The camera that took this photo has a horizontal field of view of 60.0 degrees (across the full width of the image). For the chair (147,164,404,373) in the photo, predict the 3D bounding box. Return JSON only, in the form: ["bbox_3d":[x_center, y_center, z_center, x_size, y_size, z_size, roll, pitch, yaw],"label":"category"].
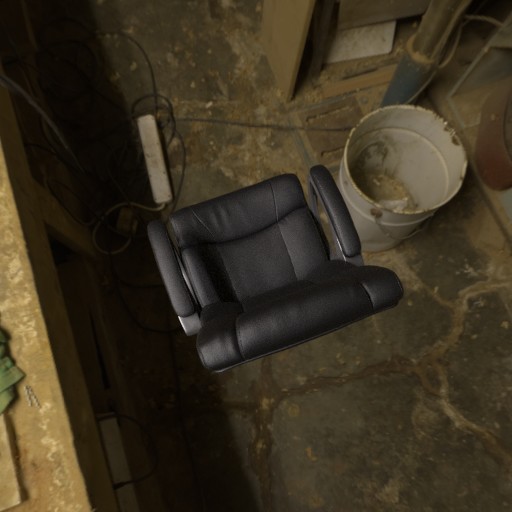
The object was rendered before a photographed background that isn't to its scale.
[{"bbox_3d":[0.000,0.000,1.608,0.721,1.130,0.719,-18,76,-5],"label":"chair"}]
